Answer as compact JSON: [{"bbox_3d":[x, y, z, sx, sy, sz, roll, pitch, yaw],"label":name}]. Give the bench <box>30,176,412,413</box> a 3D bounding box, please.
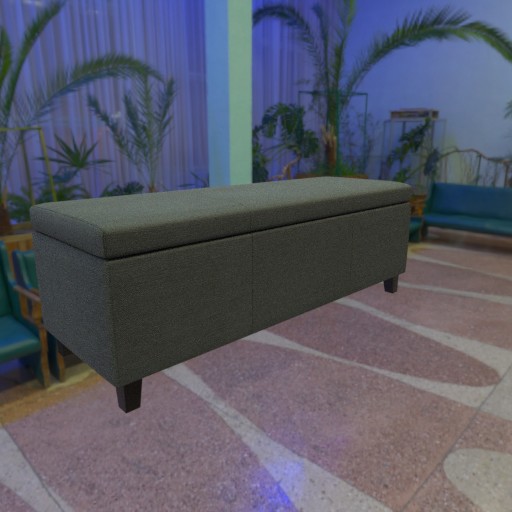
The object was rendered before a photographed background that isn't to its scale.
[{"bbox_3d":[0.000,0.000,1.477,1.269,0.438,0.446,-14,20,-42],"label":"bench"}]
